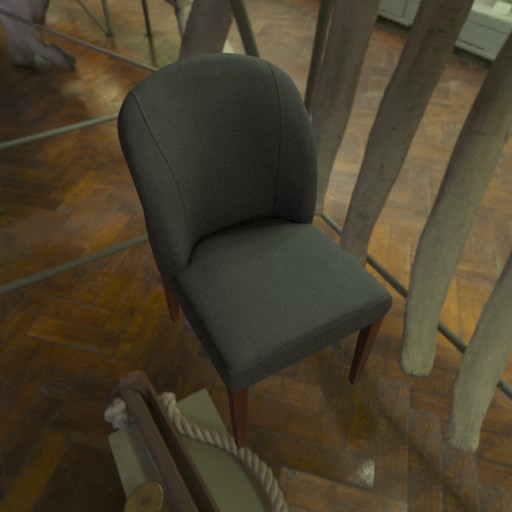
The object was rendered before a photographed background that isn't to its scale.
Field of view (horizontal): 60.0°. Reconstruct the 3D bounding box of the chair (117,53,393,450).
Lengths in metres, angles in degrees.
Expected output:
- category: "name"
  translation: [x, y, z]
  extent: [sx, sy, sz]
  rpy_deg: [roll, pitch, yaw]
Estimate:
- category: "chair"
  translation: [0.000, 0.000, 1.228]
  extent: [0.506, 0.879, 0.619]
  rpy_deg: [-22, 49, -20]
